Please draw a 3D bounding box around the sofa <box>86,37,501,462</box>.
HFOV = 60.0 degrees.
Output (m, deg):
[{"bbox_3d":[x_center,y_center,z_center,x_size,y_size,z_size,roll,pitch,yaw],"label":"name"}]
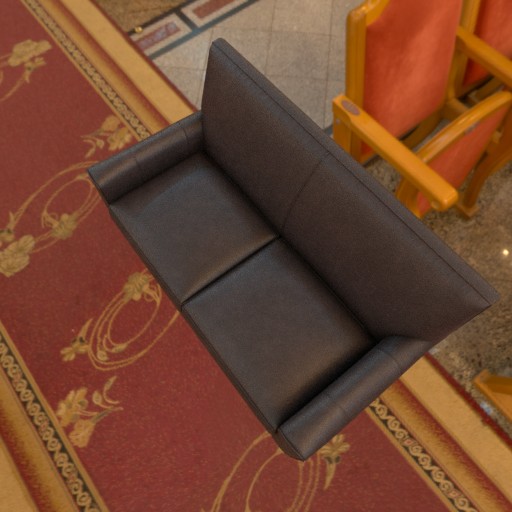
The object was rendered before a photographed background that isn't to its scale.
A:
[{"bbox_3d":[0.000,0.000,1.896,0.787,0.871,1.473,-35,69,-16],"label":"sofa"}]
